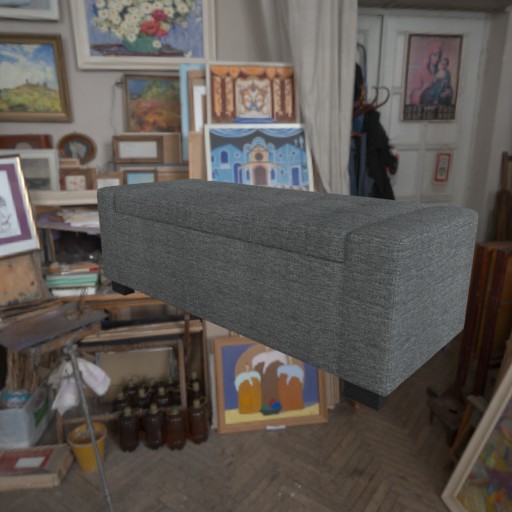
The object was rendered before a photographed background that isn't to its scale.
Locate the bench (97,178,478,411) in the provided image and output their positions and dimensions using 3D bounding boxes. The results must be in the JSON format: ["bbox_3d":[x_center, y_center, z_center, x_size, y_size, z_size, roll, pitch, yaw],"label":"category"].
[{"bbox_3d":[0.000,0.000,1.574,1.296,0.445,0.508,14,21,41],"label":"bench"}]
